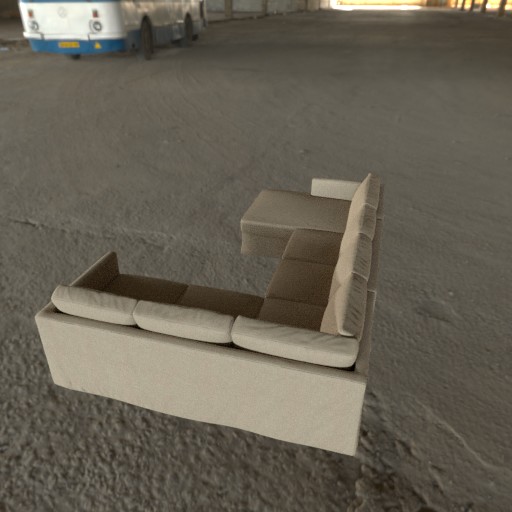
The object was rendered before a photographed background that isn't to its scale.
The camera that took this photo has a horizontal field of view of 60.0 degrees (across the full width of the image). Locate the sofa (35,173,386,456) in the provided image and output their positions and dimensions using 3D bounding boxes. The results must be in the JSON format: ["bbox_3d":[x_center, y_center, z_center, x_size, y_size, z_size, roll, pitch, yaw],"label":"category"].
[{"bbox_3d":[0.000,0.000,4.537,2.476,0.878,3.528,8,31,14],"label":"sofa"}]
